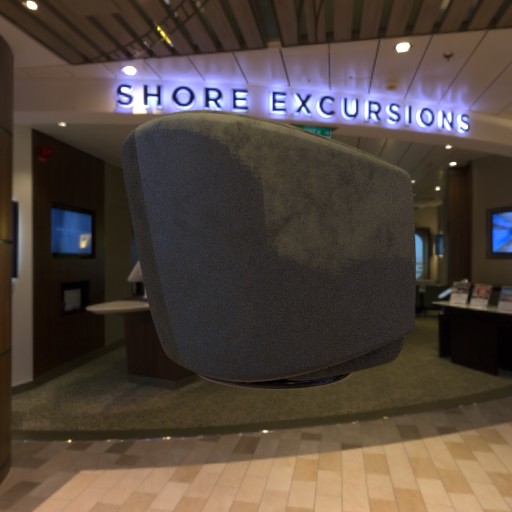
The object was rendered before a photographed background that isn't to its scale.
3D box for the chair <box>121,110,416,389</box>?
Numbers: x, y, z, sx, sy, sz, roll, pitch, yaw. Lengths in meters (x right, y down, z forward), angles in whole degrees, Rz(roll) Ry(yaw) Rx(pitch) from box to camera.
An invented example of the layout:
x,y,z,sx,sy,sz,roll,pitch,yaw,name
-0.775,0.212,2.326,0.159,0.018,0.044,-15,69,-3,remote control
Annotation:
x,y,z,sx,sy,sz,roll,pitch,yaw,name
0.000,0.000,1.361,0.767,0.698,0.773,0,0,-36,chair
